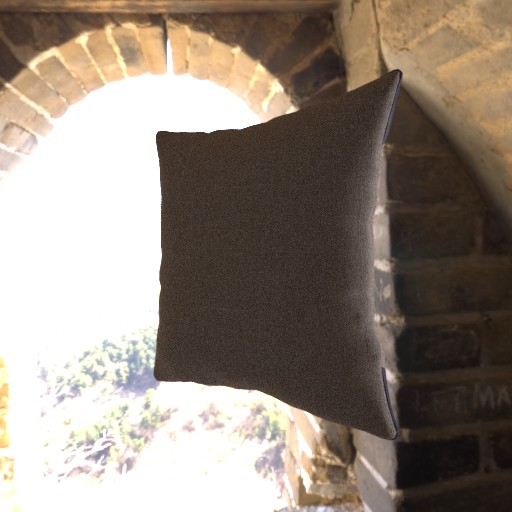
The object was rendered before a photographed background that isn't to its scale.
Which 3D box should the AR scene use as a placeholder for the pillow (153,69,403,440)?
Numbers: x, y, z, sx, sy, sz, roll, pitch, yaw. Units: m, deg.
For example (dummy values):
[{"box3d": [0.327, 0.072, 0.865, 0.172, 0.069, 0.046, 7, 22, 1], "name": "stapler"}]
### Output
[{"box3d": [0.000, 0.000, 0.658, 0.440, 0.441, 0.147, 0, 0, 36], "name": "pillow"}]
